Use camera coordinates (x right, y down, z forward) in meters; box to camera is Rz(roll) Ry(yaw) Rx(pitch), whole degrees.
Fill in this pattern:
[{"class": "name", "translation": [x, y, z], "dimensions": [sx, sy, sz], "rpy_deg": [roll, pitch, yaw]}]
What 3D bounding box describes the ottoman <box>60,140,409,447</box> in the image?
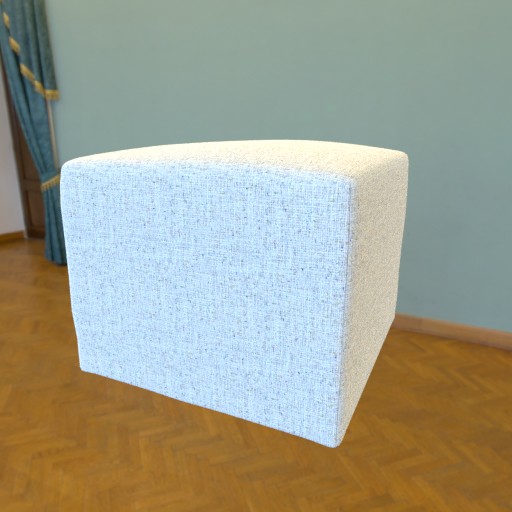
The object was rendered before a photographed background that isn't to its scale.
[{"class": "ottoman", "translation": [0.000, 0.000, 0.904], "dimensions": [0.512, 0.453, 0.521], "rpy_deg": [8, 18, 24]}]
